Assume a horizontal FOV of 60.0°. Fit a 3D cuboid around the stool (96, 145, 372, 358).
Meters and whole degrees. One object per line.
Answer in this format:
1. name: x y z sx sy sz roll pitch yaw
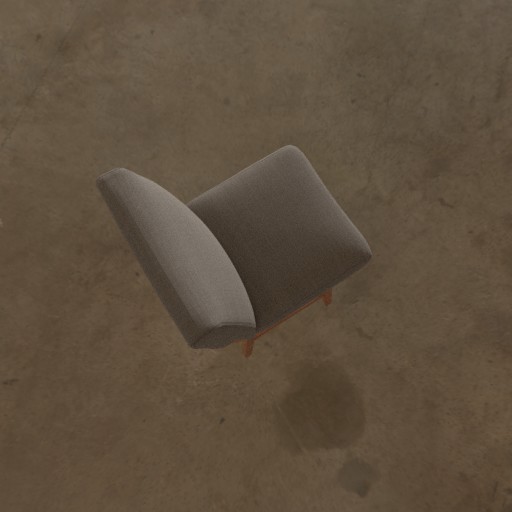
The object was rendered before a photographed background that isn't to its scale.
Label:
1. stool: 0.000 0.000 1.454 0.570 1.112 0.483 -31 78 -8
